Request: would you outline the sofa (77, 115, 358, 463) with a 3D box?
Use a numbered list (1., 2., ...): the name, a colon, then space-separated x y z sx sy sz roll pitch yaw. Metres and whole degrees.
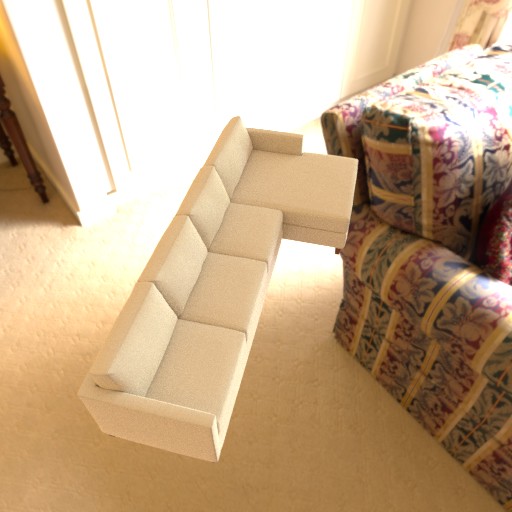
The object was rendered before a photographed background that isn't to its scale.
1. sofa: 0.000 0.000 4.081 1.599 0.954 3.471 10 48 9
